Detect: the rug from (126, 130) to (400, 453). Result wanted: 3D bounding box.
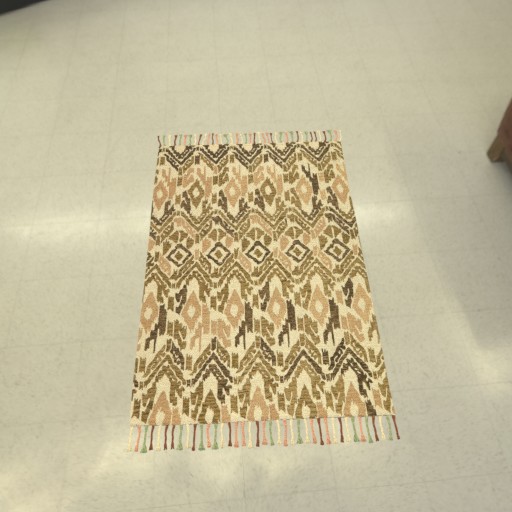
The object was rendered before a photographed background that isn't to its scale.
[{"bbox_3d":[0.000,0.000,3.027,1.524,0.008,2.438,-2,58,-1],"label":"rug"}]
